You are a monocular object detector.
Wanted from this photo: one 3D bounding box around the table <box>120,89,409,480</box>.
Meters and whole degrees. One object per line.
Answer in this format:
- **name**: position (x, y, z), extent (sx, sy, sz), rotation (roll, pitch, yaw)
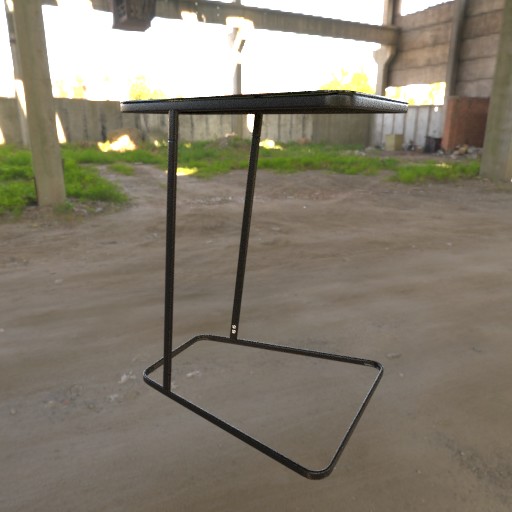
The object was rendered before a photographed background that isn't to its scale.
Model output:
- **table**: position (0.000, 0.000, 0.942), extent (0.500, 0.624, 0.427), rotation (9, 19, 28)
